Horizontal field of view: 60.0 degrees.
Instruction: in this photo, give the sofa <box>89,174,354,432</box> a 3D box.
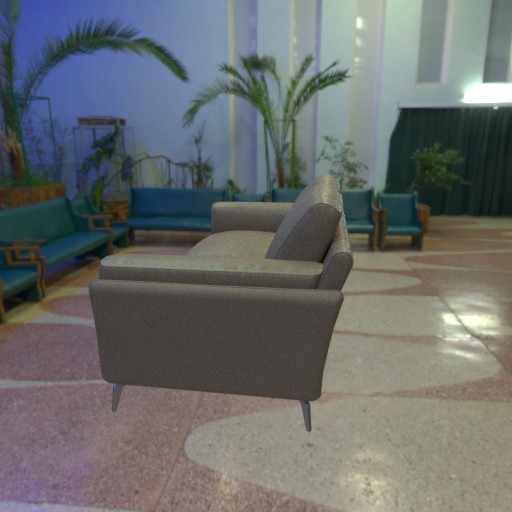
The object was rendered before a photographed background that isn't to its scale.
[{"bbox_3d":[0.000,0.000,2.709,1.049,0.930,2.101,2,14,9],"label":"sofa"}]
